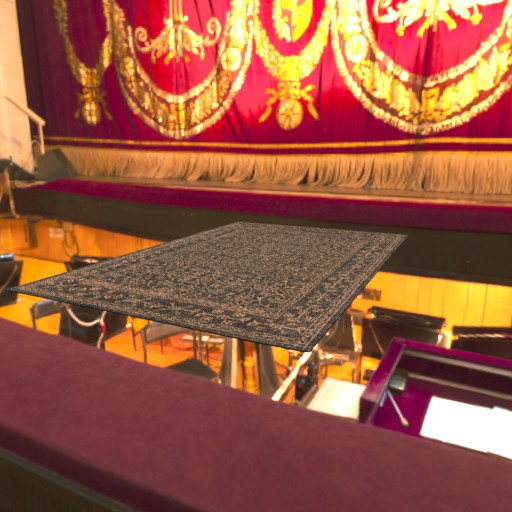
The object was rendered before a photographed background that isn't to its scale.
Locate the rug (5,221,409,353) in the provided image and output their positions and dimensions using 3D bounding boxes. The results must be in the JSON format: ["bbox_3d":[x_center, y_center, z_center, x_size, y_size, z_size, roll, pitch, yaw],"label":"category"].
[{"bbox_3d":[0.000,0.000,2.191,1.200,0.005,1.819,7,15,25],"label":"rug"}]
